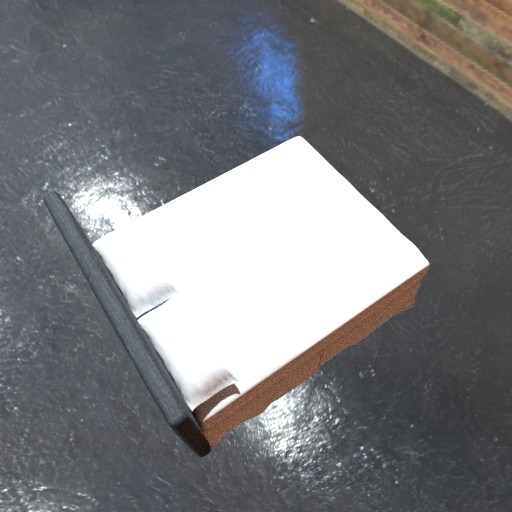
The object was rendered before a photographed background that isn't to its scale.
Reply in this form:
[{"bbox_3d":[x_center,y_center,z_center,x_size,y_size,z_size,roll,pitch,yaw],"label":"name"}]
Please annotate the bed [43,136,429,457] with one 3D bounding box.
[{"bbox_3d":[0.000,0.000,3.241,2.142,1.330,1.723,-31,64,-17],"label":"bed"}]
